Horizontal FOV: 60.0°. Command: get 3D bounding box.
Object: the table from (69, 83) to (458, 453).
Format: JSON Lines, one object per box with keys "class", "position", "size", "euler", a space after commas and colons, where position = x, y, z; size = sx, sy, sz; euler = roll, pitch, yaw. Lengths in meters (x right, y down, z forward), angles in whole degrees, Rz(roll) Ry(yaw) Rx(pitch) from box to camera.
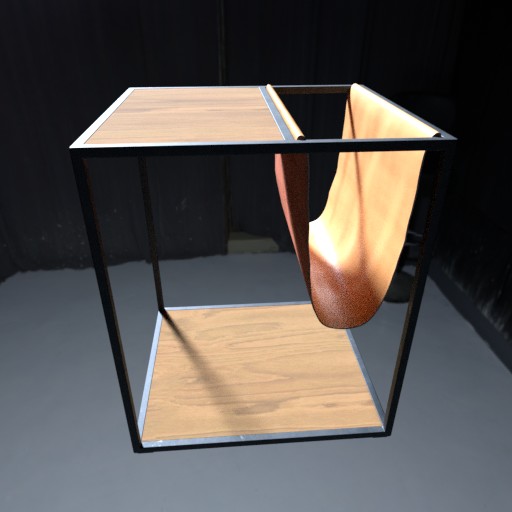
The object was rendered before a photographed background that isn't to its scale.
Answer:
{"class": "table", "position": [0.000, 0.000, 0.813], "size": [0.450, 0.536, 0.399], "euler": [-2, 30, -4]}
